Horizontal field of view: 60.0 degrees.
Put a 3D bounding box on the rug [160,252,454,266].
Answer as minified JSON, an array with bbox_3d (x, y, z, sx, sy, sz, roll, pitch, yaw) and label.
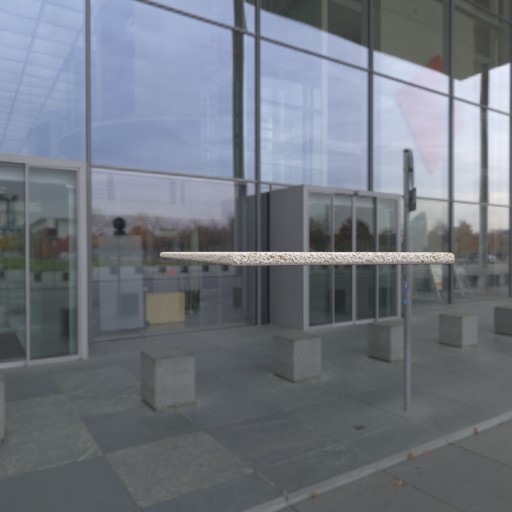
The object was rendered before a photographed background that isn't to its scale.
[{"bbox_3d":[0.000,0.000,1.786,0.609,0.030,1.524,0,1,-18],"label":"rug"}]
